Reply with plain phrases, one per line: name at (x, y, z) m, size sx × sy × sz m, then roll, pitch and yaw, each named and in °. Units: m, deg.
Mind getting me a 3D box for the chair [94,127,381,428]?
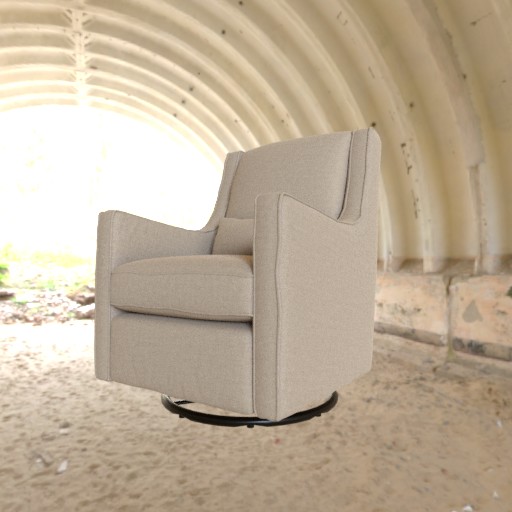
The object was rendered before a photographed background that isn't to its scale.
chair at (0.000, 0.000, 1.603) m, size 0.732 × 0.993 × 0.879 m, roll -1°, pitch -1°, yaw 35°
